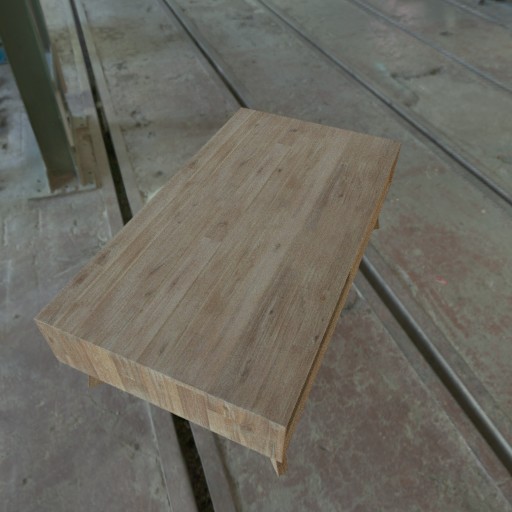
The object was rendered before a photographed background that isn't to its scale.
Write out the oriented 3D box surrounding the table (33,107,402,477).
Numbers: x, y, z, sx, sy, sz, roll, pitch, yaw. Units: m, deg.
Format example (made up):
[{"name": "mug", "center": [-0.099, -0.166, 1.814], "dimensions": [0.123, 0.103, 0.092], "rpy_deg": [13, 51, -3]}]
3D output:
[{"name": "table", "center": [0.000, 0.000, 2.057], "dimensions": [0.918, 0.531, 1.619], "rpy_deg": [18, 48, 17]}]
